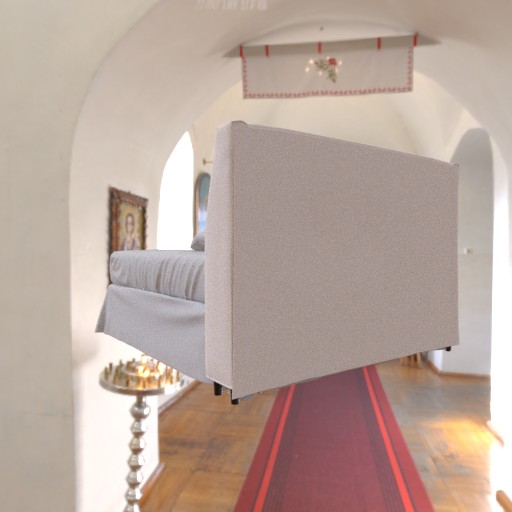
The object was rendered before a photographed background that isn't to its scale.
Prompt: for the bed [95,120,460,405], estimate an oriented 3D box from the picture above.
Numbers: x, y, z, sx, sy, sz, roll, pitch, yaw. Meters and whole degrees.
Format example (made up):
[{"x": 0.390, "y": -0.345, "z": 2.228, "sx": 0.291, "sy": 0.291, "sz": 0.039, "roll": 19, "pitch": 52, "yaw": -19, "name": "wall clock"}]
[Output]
[{"x": 0.000, "y": 0.000, "z": 3.466, "sx": 1.925, "sy": 1.332, "sz": 2.276, "roll": -1, "pitch": 2, "yaw": -36, "name": "bed"}]
